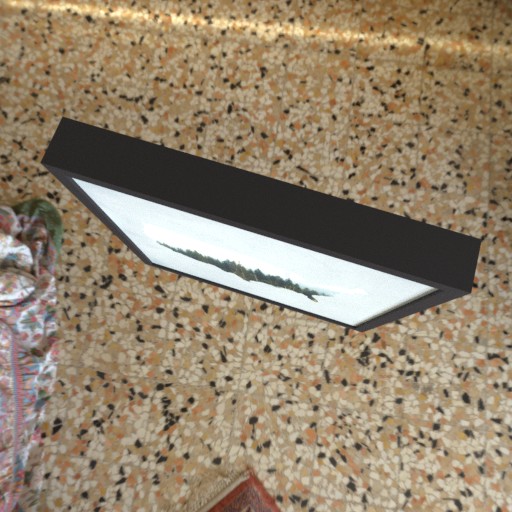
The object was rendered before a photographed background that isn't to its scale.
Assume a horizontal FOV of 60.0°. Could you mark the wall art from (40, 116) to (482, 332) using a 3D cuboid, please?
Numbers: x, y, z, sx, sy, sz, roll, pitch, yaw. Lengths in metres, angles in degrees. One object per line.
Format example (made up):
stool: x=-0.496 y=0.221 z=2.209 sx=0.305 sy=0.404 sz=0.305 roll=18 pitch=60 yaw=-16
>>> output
wall art: x=0.000 y=0.000 z=0.450 sx=0.304 sy=0.304 sz=0.038 roll=17 pitch=76 yaw=4
